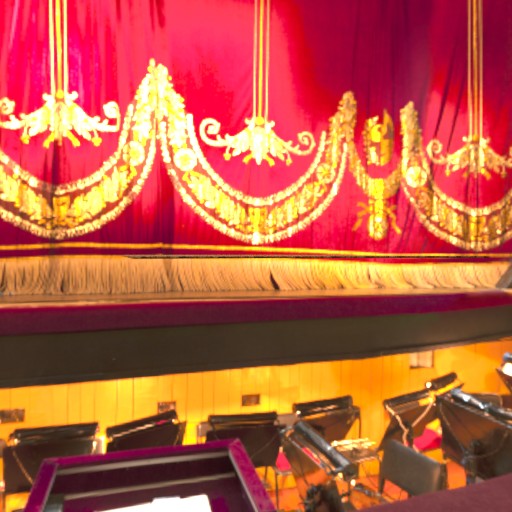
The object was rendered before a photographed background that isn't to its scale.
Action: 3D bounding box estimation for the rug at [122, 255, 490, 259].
[{"bbox_3d":[0.000,0.000,2.265,1.278,0.009,1.726,0,0,-18],"label":"rug"}]
